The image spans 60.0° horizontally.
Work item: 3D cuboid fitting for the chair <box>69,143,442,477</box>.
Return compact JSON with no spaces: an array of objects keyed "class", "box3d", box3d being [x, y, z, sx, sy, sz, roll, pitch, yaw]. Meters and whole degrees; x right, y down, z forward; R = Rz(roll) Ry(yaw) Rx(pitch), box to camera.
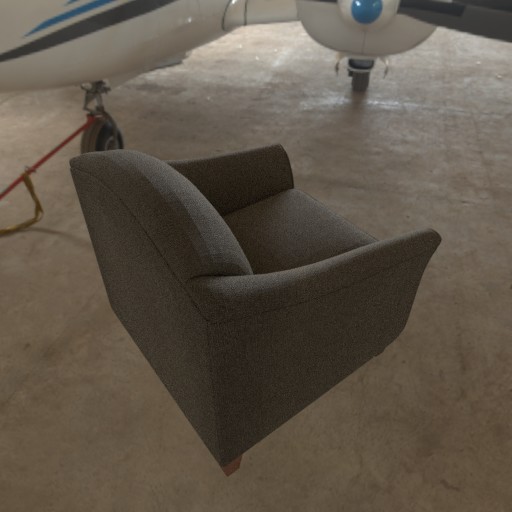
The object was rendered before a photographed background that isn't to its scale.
[{"class":"chair","box3d":[0.000,0.000,1.392,0.787,0.839,0.763,-26,46,-28]}]
